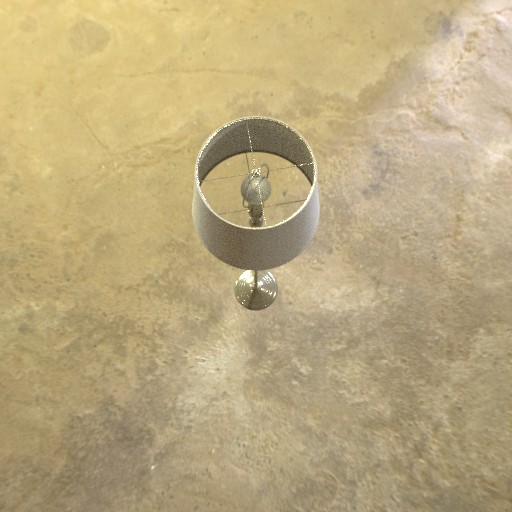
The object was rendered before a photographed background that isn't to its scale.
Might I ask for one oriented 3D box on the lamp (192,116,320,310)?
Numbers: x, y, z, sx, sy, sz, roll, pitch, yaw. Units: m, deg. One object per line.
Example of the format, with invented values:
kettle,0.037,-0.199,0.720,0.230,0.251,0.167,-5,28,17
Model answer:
lamp,0.000,0.000,1.649,0.327,1.506,0.327,34,79,8
